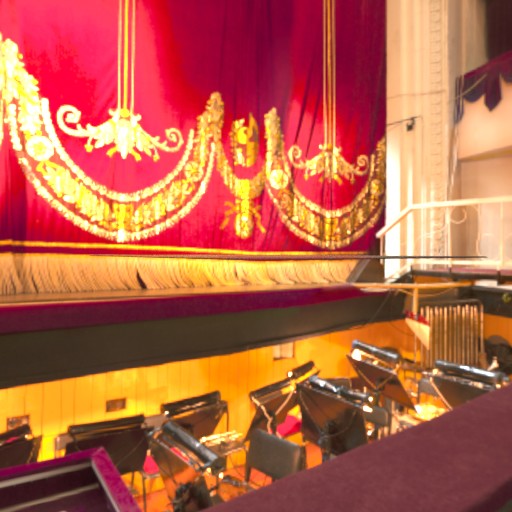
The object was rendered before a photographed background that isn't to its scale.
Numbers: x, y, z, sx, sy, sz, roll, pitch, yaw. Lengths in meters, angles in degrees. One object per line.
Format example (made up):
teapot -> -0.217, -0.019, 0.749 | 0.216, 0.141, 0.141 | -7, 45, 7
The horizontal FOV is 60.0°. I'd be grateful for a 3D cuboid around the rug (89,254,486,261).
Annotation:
rug -> 0.000, 0.000, 3.759 | 2.007, 0.013, 2.896 | 0, 1, -35
